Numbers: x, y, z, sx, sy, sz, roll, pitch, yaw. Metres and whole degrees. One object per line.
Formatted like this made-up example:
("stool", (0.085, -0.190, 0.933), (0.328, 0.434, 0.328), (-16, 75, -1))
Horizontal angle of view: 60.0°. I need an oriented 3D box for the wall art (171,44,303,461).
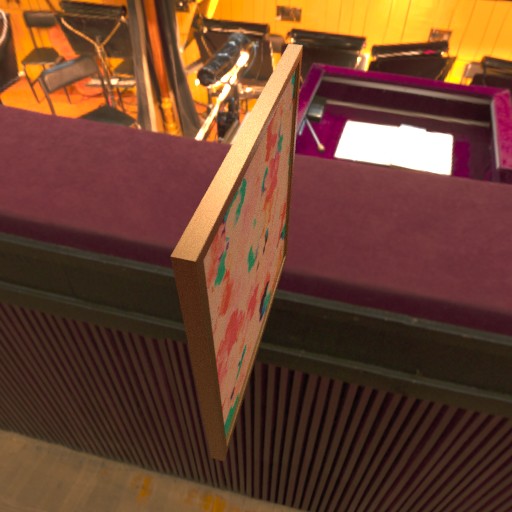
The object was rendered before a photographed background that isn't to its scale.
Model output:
("wall art", (0.000, 0.000, 1.136), (0.036, 0.765, 0.767), (11, 47, 10))
